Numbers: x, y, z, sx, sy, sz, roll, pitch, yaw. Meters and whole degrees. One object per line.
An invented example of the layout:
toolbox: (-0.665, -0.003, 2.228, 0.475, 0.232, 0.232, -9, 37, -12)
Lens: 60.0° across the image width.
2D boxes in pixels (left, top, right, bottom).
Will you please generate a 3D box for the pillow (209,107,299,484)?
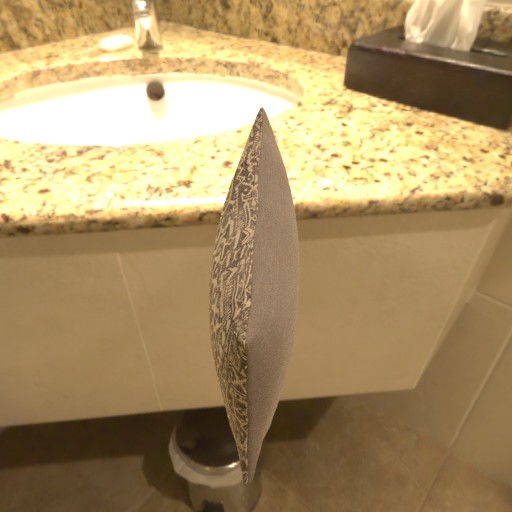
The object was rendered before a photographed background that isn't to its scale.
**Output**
pillow: (0.000, 0.000, 0.754, 0.148, 0.290, 0.631, 1, 40, 2)
